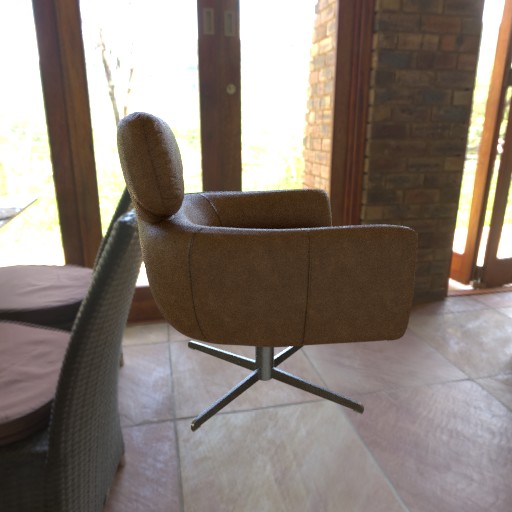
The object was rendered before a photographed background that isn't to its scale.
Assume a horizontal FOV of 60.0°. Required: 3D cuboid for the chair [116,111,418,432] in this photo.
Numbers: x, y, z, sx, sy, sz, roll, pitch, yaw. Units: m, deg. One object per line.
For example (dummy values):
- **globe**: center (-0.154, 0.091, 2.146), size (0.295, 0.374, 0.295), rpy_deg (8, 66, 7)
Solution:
- **chair**: center (0.000, 0.000, 1.315), size (0.715, 0.812, 0.706), rpy_deg (-3, 16, -9)
